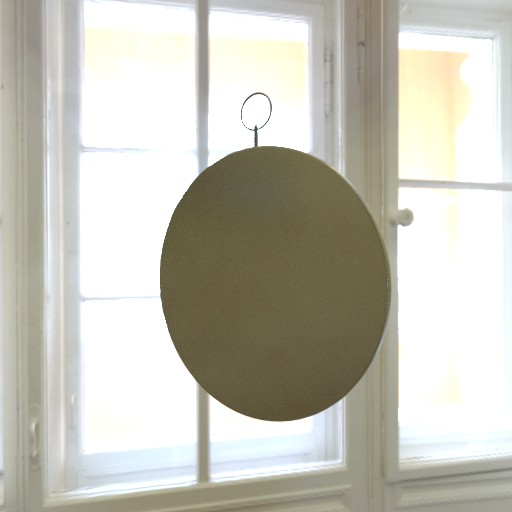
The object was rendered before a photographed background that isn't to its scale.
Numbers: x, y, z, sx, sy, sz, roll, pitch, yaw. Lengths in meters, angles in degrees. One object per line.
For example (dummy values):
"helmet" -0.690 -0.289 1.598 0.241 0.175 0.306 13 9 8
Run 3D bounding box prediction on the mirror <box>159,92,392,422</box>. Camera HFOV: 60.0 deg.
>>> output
"mirror" 0.000 0.000 0.973 0.594 0.713 0.020 1 1 35
